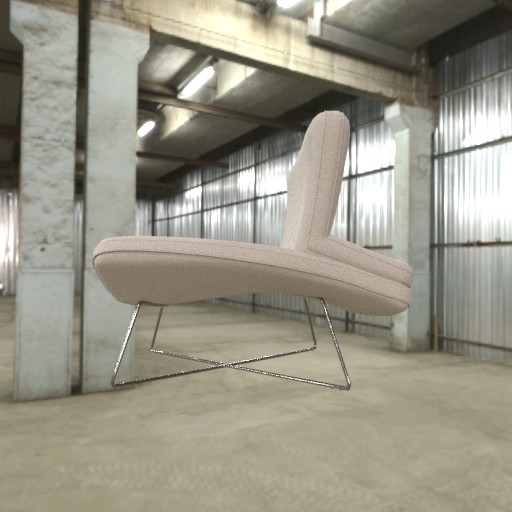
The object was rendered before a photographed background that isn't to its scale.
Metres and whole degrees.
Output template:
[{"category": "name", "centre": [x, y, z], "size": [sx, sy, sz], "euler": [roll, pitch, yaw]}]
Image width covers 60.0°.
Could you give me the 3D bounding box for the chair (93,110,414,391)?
[{"category": "chair", "centre": [0.000, 0.000, 1.717], "size": [1.008, 0.855, 0.859], "euler": [0, -1, -1]}]
